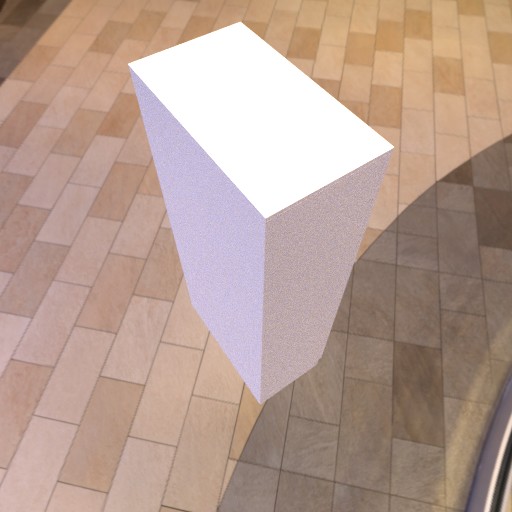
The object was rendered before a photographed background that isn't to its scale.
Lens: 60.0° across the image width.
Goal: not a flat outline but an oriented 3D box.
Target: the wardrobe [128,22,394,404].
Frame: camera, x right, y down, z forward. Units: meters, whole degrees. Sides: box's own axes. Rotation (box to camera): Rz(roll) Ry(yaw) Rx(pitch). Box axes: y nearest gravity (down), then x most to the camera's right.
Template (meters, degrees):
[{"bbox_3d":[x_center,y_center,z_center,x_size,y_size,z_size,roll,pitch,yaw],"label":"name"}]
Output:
[{"bbox_3d":[0.000,0.000,2.032,0.470,1.700,0.760,-30,62,-18],"label":"wardrobe"}]
